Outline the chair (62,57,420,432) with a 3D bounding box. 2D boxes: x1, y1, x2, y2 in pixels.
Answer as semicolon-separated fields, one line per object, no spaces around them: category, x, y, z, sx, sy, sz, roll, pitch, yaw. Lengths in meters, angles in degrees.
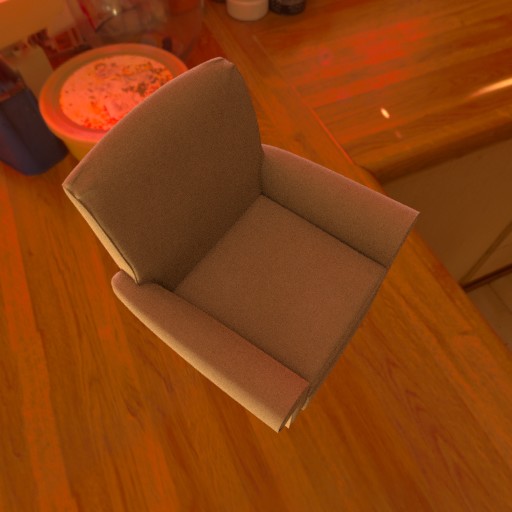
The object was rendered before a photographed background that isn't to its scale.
chair;0.000;0.000;1.705;0.905;1.061;0.978;32;64;18
